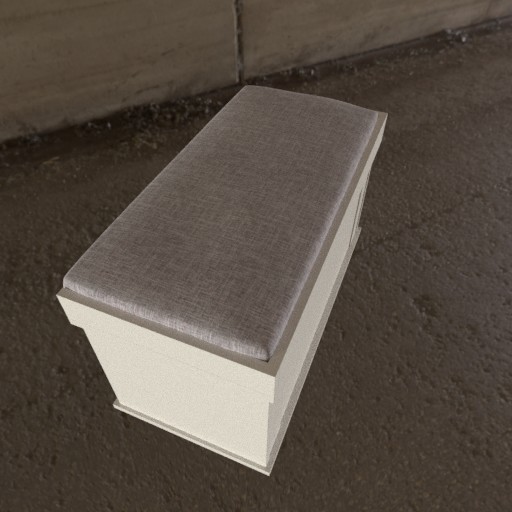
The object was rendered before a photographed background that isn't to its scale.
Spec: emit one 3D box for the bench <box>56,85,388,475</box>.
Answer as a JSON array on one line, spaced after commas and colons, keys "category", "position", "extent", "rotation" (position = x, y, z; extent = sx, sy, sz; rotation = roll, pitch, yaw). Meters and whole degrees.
[{"category": "bench", "position": [0.000, 0.000, 0.996], "extent": [0.362, 0.461, 0.734], "rotation": [17, 49, 15]}]
